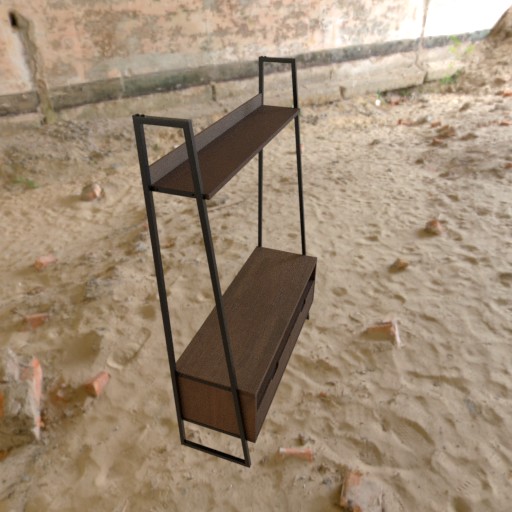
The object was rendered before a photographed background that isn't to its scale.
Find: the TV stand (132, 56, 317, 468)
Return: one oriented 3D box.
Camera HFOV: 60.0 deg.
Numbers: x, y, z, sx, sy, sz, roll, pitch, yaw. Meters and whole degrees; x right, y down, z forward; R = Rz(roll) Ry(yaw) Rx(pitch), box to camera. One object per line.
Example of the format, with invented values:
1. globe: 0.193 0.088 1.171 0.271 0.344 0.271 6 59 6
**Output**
1. TV stand: 0.000 0.000 2.363 0.432 1.772 1.250 11 35 17
